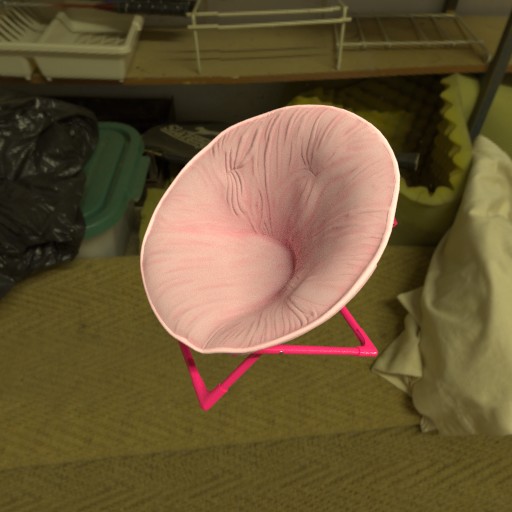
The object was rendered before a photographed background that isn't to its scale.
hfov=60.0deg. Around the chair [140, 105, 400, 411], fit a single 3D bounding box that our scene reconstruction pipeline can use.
[{"bbox_3d":[0.000,0.000,0.906,0.459,0.494,0.522,-17,48,-16],"label":"chair"}]
